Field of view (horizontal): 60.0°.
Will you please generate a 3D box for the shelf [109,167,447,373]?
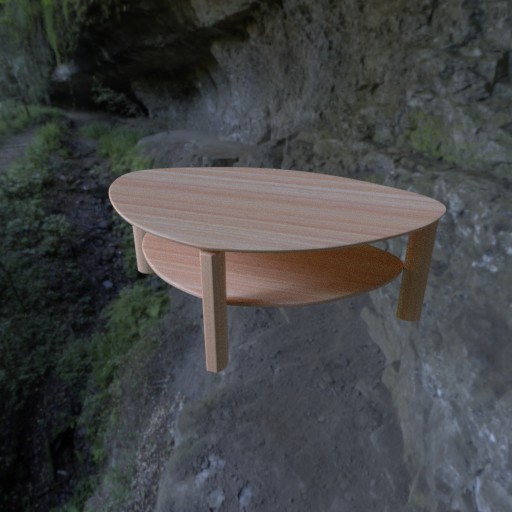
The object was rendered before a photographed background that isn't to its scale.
[{"bbox_3d":[0.000,0.000,1.641,1.246,0.440,0.845,9,27,18],"label":"shelf"}]
